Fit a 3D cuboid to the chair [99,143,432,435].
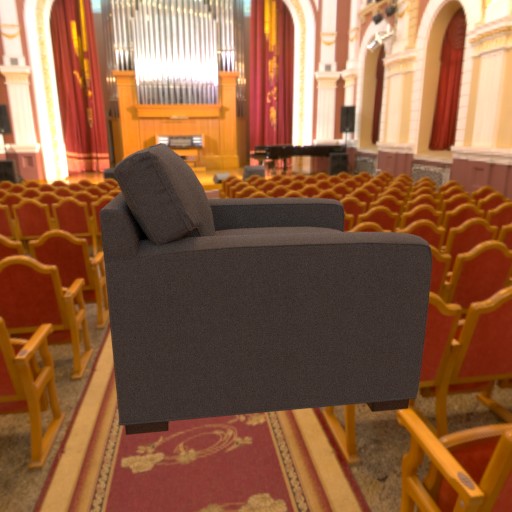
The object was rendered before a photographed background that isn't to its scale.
[{"bbox_3d":[0.000,0.000,1.857,1.043,0.913,0.997,-2,16,-8],"label":"chair"}]
